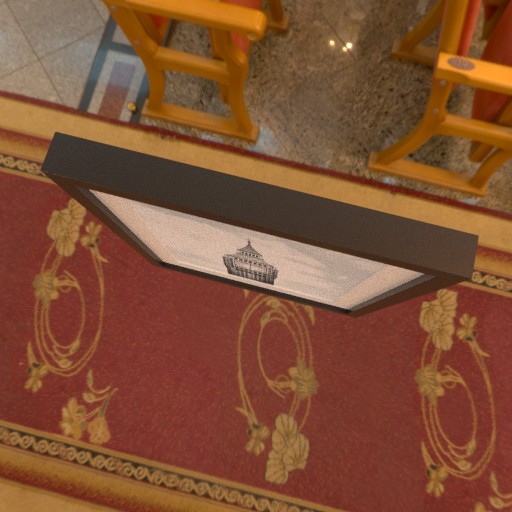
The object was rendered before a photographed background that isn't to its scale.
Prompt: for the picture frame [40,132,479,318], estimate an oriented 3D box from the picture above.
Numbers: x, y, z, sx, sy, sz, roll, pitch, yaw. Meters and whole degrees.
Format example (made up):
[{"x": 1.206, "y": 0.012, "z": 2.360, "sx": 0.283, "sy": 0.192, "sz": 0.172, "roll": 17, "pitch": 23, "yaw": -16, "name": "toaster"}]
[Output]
[{"x": 0.000, "y": 0.000, "z": 0.514, "sx": 0.328, "sy": 0.378, "sz": 0.034, "roll": 14, "pitch": 78, "yaw": 3, "name": "picture frame"}]
